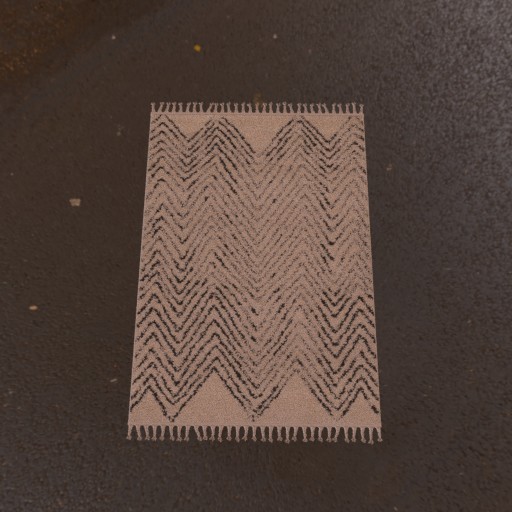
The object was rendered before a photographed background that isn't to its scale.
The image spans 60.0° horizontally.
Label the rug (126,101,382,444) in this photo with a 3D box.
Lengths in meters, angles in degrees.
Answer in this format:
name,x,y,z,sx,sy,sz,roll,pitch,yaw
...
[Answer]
name,x,y,z,sx,sy,sz,roll,pitch,yaw
rug,0.000,0.000,2.340,1.230,0.014,1.847,0,76,0
